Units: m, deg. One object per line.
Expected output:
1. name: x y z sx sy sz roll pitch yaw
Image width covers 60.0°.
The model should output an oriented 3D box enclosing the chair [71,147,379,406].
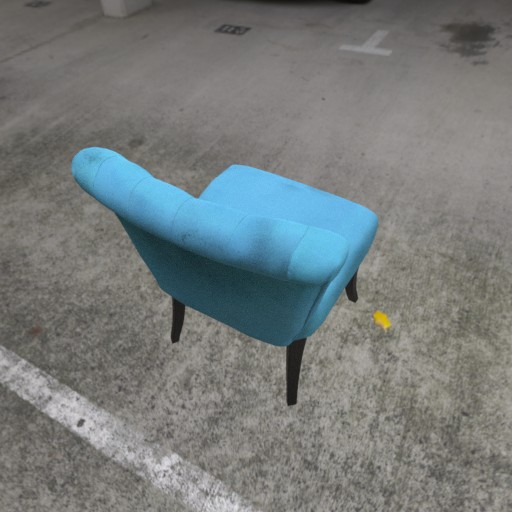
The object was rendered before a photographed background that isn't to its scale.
1. chair: 0.000 0.000 1.195 0.582 0.750 0.605 23 51 20
